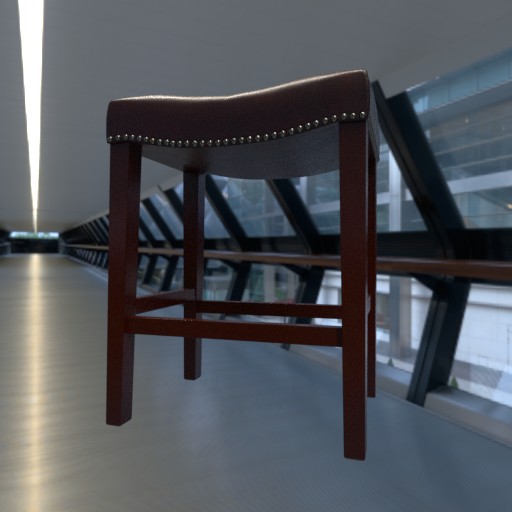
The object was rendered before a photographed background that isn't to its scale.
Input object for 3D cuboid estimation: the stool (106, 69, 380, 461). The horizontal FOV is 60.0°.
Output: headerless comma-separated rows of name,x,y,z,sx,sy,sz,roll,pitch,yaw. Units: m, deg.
stool,0.000,0.000,0.956,0.504,0.657,0.372,0,0,18
